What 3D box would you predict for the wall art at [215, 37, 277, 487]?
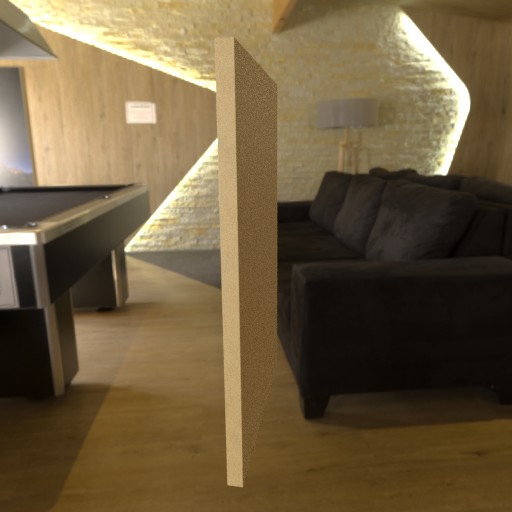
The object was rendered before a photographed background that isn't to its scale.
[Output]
[{"bbox_3d":[0.000,0.000,1.019,0.039,0.810,0.510,2,13,10],"label":"wall art"}]
